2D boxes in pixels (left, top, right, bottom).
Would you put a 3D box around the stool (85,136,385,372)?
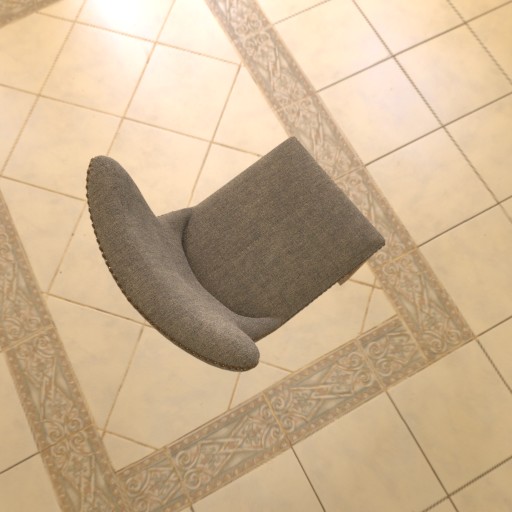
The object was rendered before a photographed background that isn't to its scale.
[{"bbox_3d":[0.000,0.000,1.280,0.608,0.981,0.498,-37,78,-9],"label":"stool"}]
